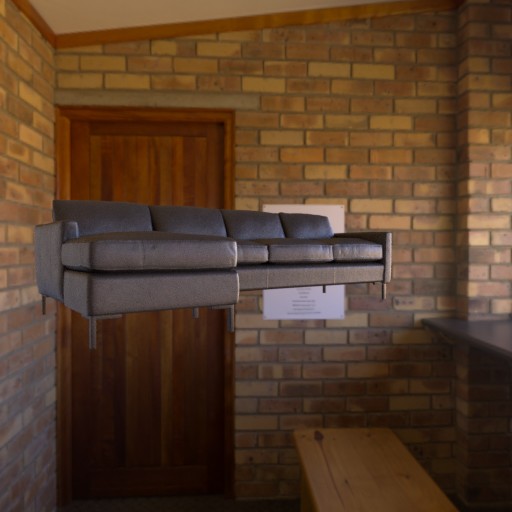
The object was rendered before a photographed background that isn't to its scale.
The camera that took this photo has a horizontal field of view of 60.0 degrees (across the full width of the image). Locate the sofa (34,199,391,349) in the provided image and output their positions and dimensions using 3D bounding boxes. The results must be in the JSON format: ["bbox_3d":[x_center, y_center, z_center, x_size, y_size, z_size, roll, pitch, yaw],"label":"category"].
[{"bbox_3d":[0.000,0.000,3.528,2.993,0.859,1.471,-1,1,-35],"label":"sofa"}]
